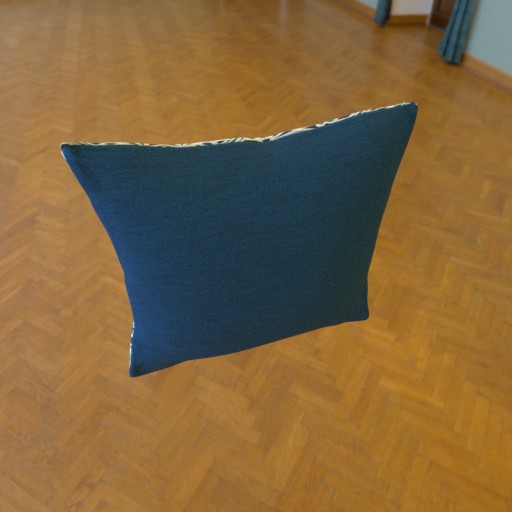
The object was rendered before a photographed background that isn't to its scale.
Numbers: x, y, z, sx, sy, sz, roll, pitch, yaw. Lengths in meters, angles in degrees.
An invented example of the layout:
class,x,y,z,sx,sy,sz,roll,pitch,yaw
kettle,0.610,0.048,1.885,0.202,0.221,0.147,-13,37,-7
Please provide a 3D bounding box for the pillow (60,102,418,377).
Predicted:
class,x,y,z,sx,sy,sz,roll,pitch,yaw
pillow,0.000,0.000,0.652,0.440,0.420,0.145,-11,42,-13
